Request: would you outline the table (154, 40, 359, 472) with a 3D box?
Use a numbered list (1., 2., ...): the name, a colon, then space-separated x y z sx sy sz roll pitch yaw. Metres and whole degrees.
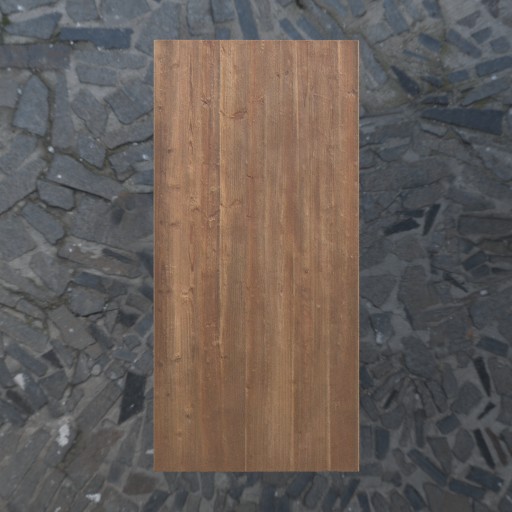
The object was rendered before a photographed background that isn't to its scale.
1. table: 0.000 0.000 2.436 0.952 0.760 2.003 0 90 0
